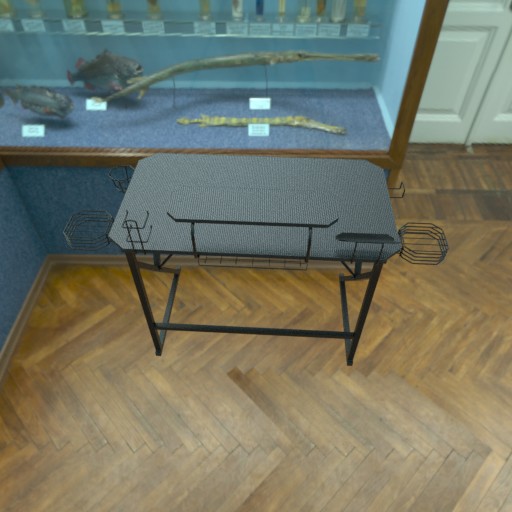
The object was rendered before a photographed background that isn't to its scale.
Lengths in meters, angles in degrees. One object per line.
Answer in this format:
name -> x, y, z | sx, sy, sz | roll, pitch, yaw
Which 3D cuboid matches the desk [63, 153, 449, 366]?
desk -> 0.000, 0.000, 1.809 | 1.290, 0.880, 0.580 | 2, 47, 2
